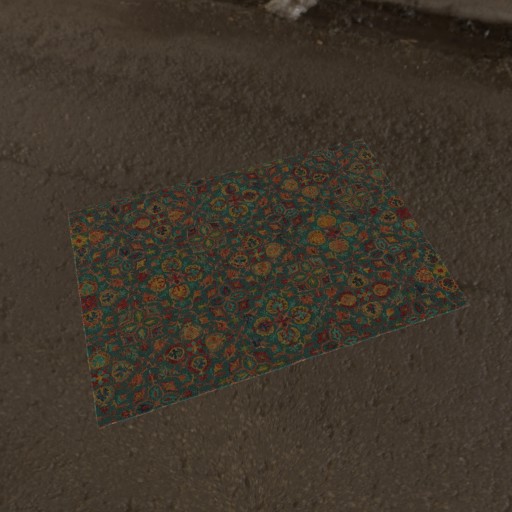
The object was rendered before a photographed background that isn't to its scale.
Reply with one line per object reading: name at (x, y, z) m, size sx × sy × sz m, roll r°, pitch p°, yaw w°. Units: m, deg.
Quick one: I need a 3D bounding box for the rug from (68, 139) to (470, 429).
rug at (0.000, 0.000, 2.933) m, size 2.290 × 0.016 × 1.527 m, roll -16°, pitch 60°, yaw -10°
